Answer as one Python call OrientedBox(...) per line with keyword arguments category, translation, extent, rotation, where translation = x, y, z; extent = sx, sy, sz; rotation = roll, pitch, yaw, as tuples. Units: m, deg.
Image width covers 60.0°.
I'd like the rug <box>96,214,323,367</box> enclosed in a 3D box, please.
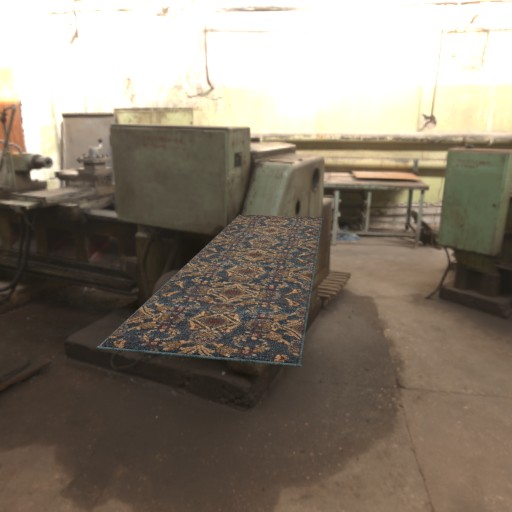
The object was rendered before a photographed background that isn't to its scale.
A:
OrientedBox(category="rug", translation=(0.000, 0.000, 2.500), extent=(0.685, 0.014, 2.292), rotation=(3, 17, 9))
